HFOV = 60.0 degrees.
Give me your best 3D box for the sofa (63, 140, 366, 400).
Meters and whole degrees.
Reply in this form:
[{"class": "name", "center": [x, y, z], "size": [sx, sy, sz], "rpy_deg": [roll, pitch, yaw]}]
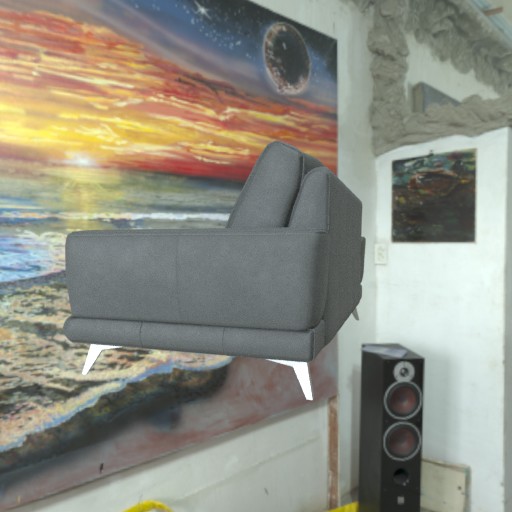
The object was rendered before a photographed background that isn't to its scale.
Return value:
[{"class": "sofa", "center": [0.000, 0.000, 2.378], "size": [1.018, 0.907, 1.806], "rpy_deg": [1, 2, 18]}]
